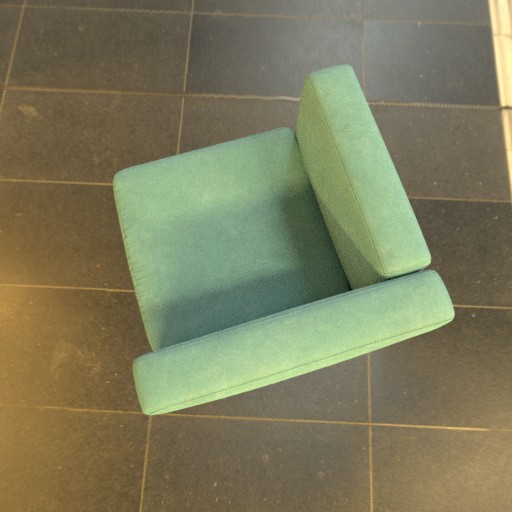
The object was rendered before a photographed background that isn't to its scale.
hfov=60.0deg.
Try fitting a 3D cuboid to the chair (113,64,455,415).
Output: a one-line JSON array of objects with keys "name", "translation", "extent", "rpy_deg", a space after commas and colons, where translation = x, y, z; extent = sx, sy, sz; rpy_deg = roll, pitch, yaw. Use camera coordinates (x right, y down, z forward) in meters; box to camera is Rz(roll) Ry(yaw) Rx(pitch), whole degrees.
[{"name": "chair", "translation": [0.000, 0.000, 1.249], "extent": [0.680, 0.660, 0.680], "rpy_deg": [-16, 75, -4]}]
